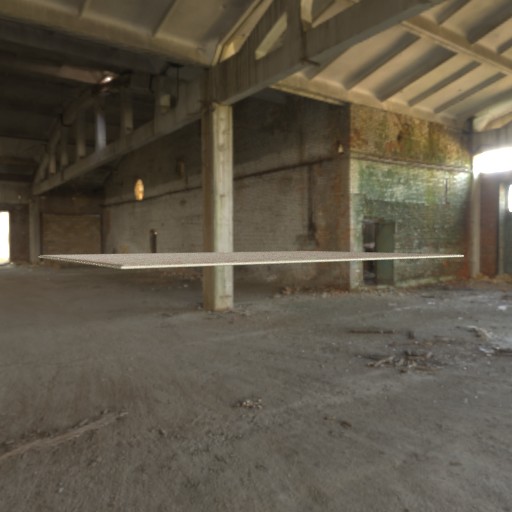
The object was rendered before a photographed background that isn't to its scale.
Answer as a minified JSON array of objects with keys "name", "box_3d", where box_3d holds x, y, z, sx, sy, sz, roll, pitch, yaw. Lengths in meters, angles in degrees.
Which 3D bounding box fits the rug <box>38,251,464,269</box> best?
[{"name":"rug","box_3d":[0.000,0.000,3.422,2.746,0.018,1.819,-1,2,-36]}]
